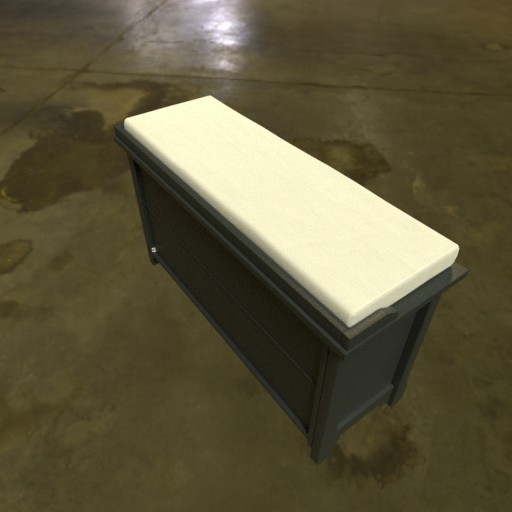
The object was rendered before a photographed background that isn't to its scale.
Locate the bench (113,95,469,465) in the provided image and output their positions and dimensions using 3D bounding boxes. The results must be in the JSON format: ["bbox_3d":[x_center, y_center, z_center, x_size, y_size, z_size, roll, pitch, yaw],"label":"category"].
[{"bbox_3d":[0.000,0.000,1.250,0.345,0.561,0.973,-26,48,-26],"label":"bench"}]
